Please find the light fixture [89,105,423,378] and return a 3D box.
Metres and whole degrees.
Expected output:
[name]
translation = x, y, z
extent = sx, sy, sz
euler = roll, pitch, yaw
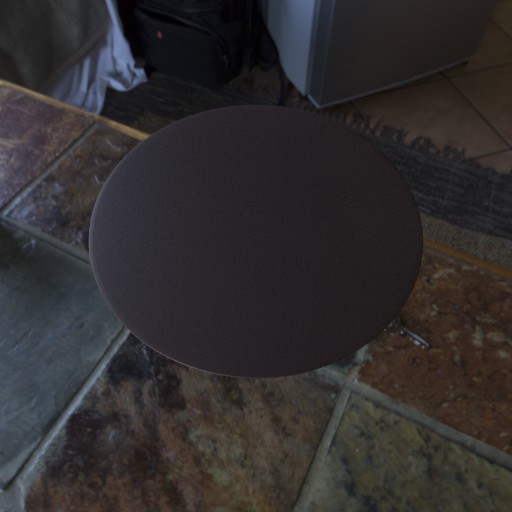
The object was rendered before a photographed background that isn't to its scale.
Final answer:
[light fixture]
translation = 0.000, 0.000, 0.434
extent = 0.280, 0.135, 0.280
euler = 0, 58, 0
